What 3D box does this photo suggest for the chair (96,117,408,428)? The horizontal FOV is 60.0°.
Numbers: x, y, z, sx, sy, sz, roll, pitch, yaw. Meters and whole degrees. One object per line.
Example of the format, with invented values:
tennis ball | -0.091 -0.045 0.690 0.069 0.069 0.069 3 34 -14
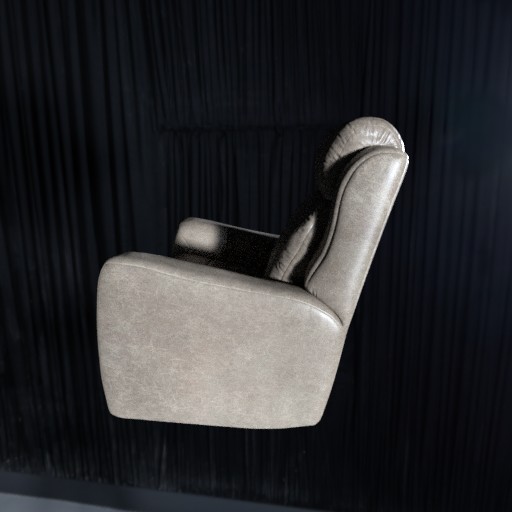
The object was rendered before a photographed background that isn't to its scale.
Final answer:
chair | 0.000 0.000 1.916 1.068 1.116 0.967 2 15 8
